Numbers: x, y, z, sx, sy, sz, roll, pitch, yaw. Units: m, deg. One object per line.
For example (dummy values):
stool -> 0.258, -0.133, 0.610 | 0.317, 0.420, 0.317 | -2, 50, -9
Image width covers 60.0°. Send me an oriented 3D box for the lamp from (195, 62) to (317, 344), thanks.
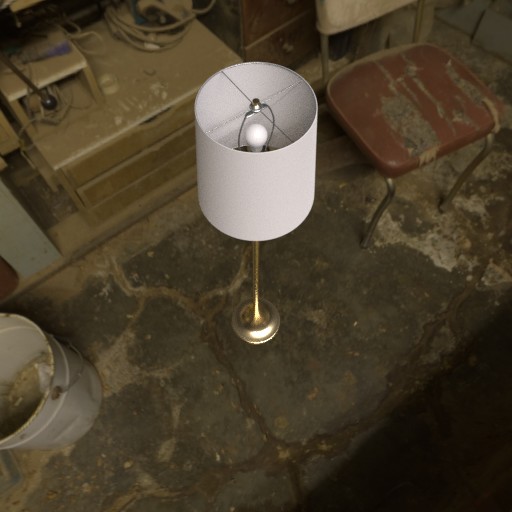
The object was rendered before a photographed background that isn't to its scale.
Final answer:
lamp -> 0.000, 0.000, 1.670 | 0.337, 1.543, 0.337 | 0, 64, 0
